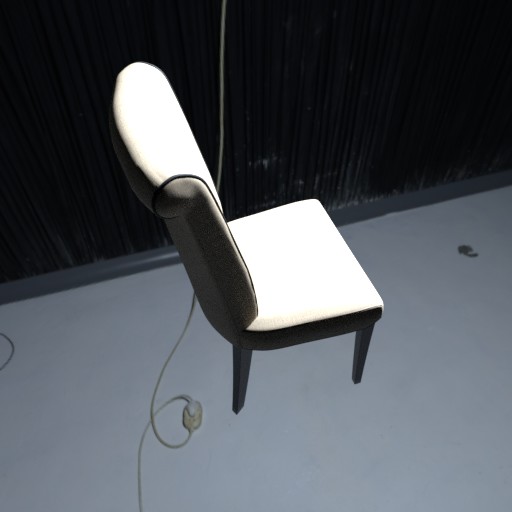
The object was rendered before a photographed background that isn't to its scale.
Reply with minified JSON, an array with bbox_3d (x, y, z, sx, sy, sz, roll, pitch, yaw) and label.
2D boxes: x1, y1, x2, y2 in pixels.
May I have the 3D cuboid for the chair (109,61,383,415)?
[{"bbox_3d":[0.000,0.000,1.299,0.623,0.997,0.522,-12,47,-12],"label":"chair"}]
